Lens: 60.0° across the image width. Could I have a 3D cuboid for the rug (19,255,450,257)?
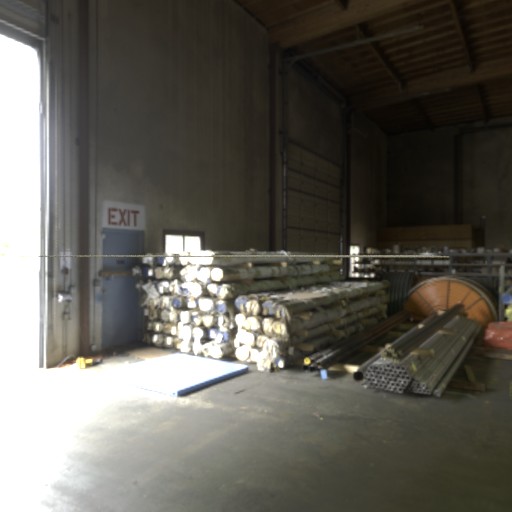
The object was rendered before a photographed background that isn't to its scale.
[{"bbox_3d":[0.000,0.000,4.085,3.045,0.008,2.421,0,0,18],"label":"rug"}]
